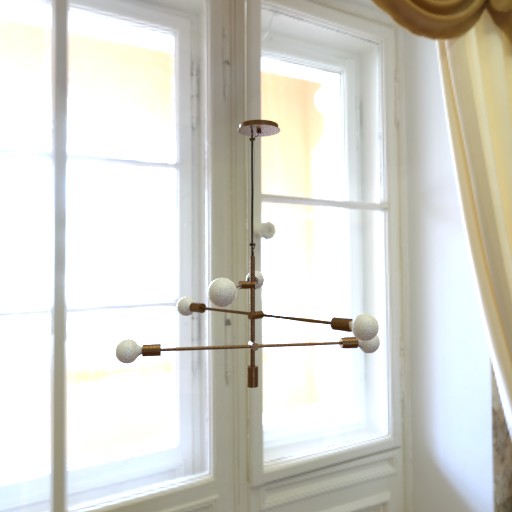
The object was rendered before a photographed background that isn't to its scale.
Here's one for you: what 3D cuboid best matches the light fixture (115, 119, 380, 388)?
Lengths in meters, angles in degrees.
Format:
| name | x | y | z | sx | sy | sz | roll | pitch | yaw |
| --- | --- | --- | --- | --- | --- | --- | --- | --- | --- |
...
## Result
| name | x | y | z | sx | sy | sz | roll | pitch | yaw |
| --- | --- | --- | --- | --- | --- | --- | --- | --- | --- |
| light fixture | 0.000 | 0.000 | 1.260 | 0.682 | 0.744 | 0.637 | 0 | 0 | 18 |
